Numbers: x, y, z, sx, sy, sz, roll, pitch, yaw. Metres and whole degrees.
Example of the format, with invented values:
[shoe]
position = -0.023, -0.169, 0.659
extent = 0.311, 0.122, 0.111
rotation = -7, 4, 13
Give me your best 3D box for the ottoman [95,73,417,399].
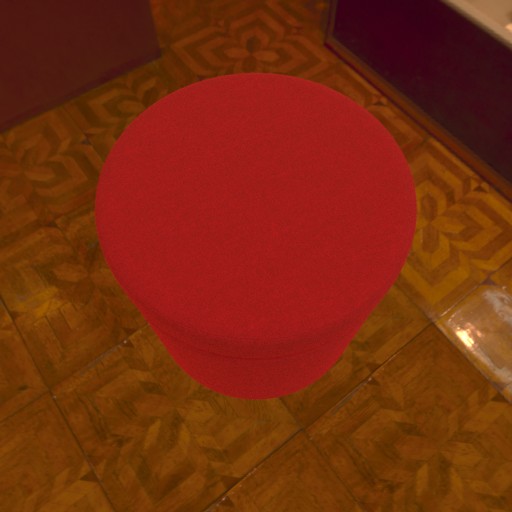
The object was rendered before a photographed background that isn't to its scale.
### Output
[ottoman]
position = 0.000, 0.000, 0.721
extent = 0.400, 0.406, 0.400
rotation = 0, 64, 0
